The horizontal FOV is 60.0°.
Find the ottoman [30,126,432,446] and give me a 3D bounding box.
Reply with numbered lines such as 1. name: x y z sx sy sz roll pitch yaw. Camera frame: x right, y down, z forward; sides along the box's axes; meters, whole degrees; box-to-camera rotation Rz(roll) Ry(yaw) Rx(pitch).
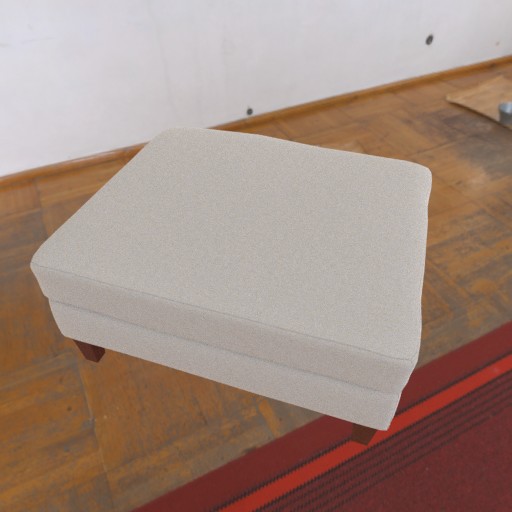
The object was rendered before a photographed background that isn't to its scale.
1. ottoman: 0.000 0.000 1.424 0.976 0.492 0.836 13 44 13
